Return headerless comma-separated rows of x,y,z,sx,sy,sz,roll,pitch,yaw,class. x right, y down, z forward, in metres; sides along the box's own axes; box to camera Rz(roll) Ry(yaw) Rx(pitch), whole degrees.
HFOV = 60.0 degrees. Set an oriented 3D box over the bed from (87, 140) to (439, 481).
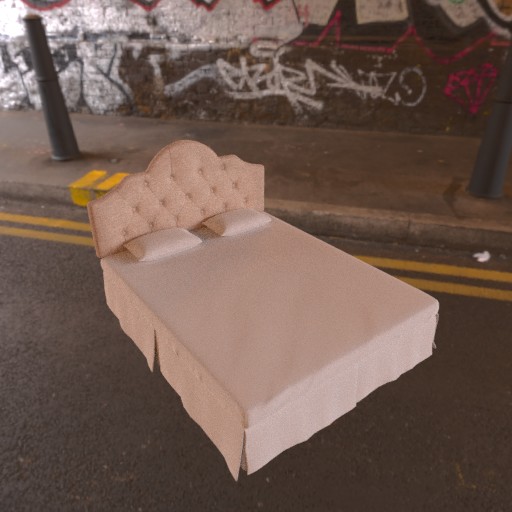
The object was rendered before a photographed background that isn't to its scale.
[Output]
0.000,0.000,3.018,1.667,1.194,1.970,-20,34,-32,bed
